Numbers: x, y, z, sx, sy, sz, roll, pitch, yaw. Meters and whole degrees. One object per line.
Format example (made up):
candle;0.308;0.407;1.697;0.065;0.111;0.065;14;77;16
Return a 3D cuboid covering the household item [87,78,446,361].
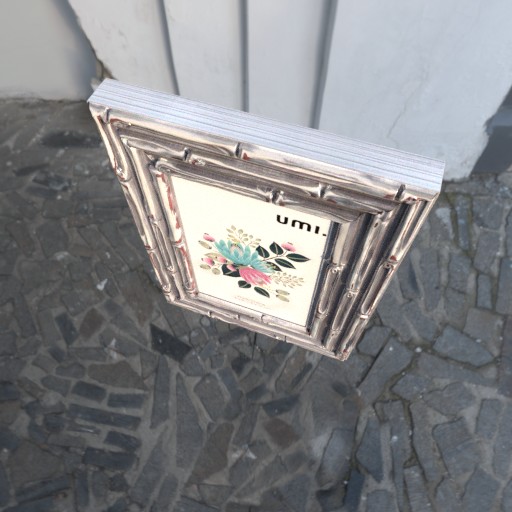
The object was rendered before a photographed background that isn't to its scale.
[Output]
household item;0.000;0.000;0.291;0.165;0.216;0.025;17;60;10
